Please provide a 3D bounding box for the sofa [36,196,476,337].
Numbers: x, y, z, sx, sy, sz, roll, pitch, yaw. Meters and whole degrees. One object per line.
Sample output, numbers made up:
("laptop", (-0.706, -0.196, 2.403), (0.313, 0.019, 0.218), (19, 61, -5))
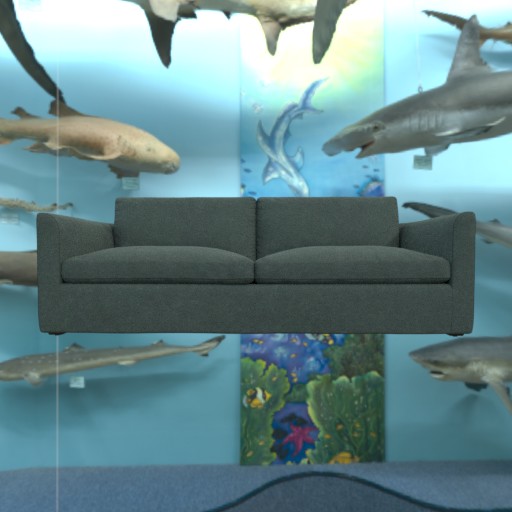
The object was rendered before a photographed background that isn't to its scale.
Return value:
("sofa", (0.000, 0.000, 2.777), (2.257, 0.838, 1.092), (0, 0, 1))
